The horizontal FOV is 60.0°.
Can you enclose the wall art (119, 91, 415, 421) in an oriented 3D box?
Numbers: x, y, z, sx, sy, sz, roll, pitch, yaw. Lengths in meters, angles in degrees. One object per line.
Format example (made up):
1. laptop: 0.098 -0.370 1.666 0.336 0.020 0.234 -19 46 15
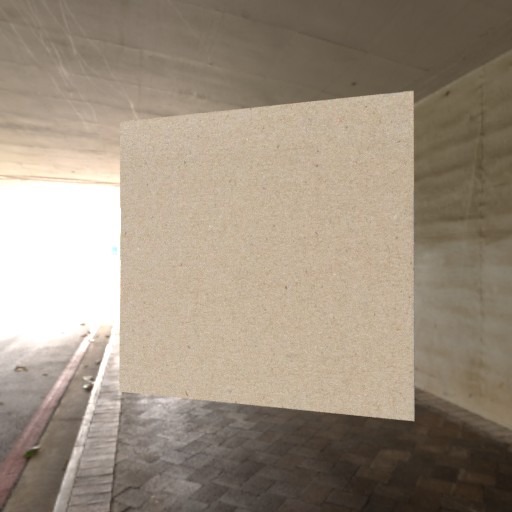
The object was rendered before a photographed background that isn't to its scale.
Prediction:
1. wall art: 0.000 0.000 0.488 0.327 0.318 0.029 0 -1 17
